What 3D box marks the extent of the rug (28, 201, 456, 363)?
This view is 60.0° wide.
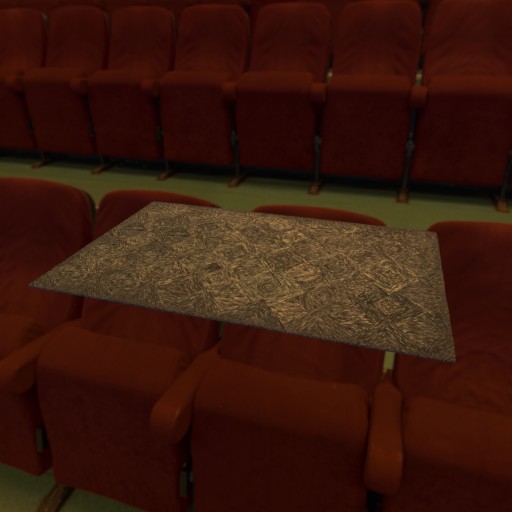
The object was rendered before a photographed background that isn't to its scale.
[{"bbox_3d":[0.000,0.000,2.201,1.754,0.010,1.139,8,28,15],"label":"rug"}]
